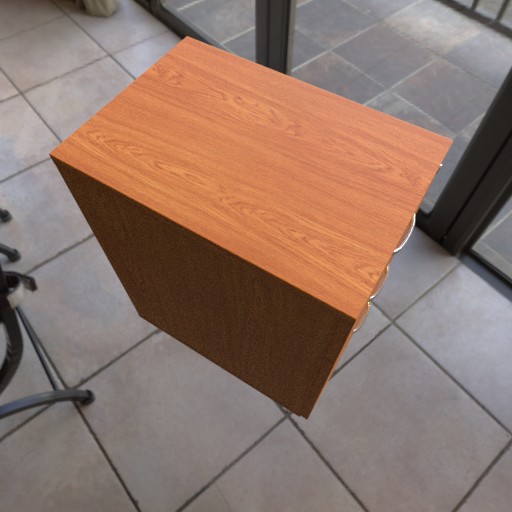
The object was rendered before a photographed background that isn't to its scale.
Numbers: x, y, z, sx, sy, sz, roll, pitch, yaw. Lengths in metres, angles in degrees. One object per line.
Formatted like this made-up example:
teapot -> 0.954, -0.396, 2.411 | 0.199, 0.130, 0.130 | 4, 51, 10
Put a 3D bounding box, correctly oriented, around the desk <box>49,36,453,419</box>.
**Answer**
desk -> 0.000, 0.000, 1.091 | 0.600, 0.730, 0.404 | 28, 63, 16
